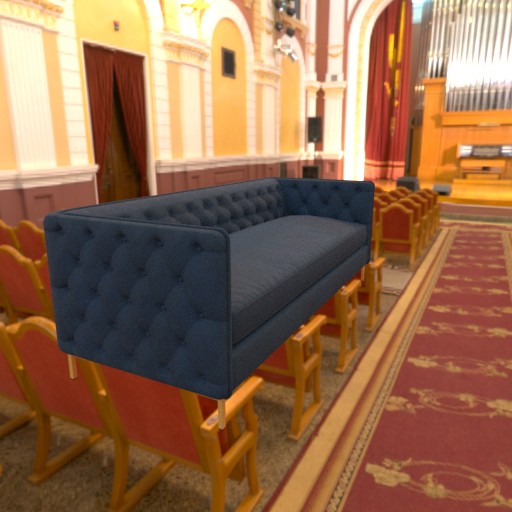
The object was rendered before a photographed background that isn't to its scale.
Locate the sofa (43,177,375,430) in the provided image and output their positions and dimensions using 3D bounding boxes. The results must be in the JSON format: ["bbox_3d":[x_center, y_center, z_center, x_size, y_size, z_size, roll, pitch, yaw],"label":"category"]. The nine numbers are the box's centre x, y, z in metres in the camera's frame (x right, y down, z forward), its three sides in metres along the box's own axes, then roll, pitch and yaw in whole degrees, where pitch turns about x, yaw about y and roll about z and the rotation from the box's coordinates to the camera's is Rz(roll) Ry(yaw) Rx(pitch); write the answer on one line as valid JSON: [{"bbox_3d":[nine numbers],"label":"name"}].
[{"bbox_3d":[0.000,0.000,2.645,0.895,0.771,2.209,7,16,27],"label":"sofa"}]
